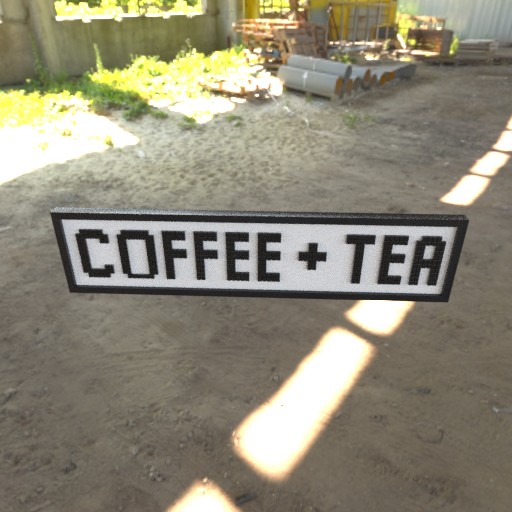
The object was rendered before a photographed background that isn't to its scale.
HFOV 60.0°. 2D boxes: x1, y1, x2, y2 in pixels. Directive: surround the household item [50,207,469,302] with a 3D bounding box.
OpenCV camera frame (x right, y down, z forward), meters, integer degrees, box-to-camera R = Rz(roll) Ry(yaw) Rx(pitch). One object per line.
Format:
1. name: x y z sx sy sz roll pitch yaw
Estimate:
1. household item: 0.000 0.000 1.127 1.001 0.236 0.030 1 29 2
